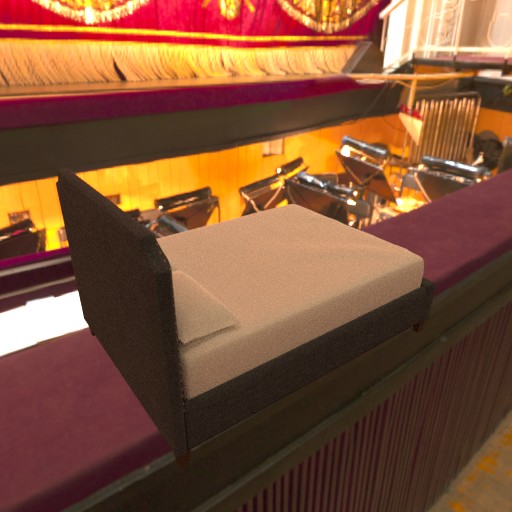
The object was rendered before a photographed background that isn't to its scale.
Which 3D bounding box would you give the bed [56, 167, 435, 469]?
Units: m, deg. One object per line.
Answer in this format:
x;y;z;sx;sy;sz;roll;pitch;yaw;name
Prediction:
0.000;0.000;3.425;2.372;1.443;1.713;-18;32;-32;bed
